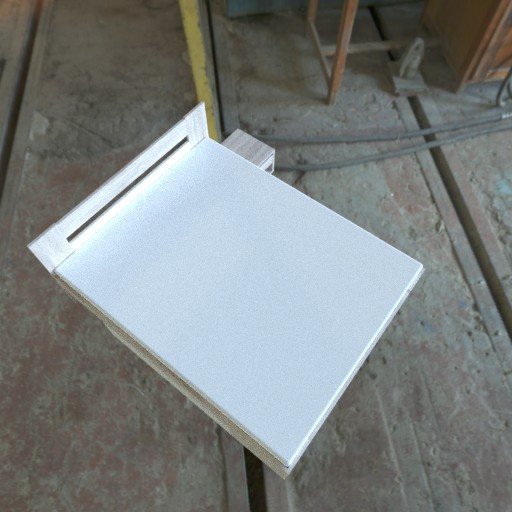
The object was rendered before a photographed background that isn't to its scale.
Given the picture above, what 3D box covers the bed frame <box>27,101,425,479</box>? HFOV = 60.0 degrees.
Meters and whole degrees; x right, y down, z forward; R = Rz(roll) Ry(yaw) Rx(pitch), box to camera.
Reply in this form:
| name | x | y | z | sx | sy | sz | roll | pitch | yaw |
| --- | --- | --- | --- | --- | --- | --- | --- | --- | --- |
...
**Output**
| name | x | y | z | sx | sy | sz | roll | pitch | yaw |
| --- | --- | --- | --- | --- | --- | --- | --- | --- | --- |
| bed frame | 0.000 | 0.000 | 3.230 | 2.050 | 0.860 | 2.040 | 34 | 65 | 18 |
